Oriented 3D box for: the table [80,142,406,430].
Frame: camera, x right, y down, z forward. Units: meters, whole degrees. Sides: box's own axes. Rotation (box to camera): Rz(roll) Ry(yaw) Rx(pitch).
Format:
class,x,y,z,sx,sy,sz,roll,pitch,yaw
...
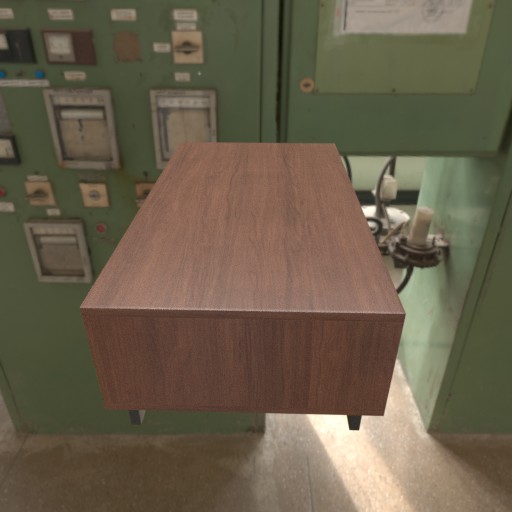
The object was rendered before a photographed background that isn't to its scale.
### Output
class,x,y,z,sx,sy,sz,roll,pitch,yaw
table,0.000,0.000,1.319,0.600,0.380,1.020,1,31,1
